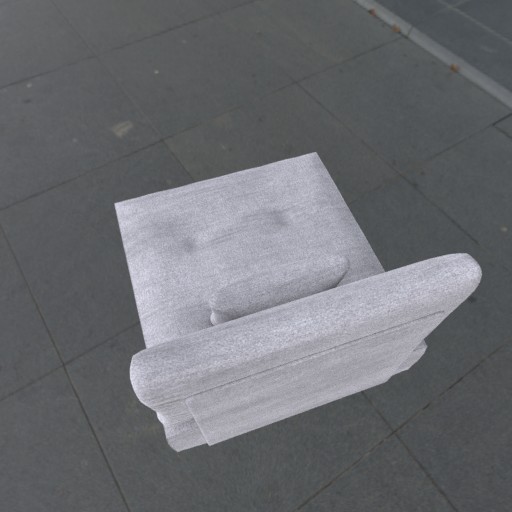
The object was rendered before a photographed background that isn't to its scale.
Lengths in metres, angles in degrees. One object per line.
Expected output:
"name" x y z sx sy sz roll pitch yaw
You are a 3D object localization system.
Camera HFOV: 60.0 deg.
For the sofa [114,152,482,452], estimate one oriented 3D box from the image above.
"sofa" 0.000 0.000 1.617 0.930 0.820 1.000 -16 59 -10
